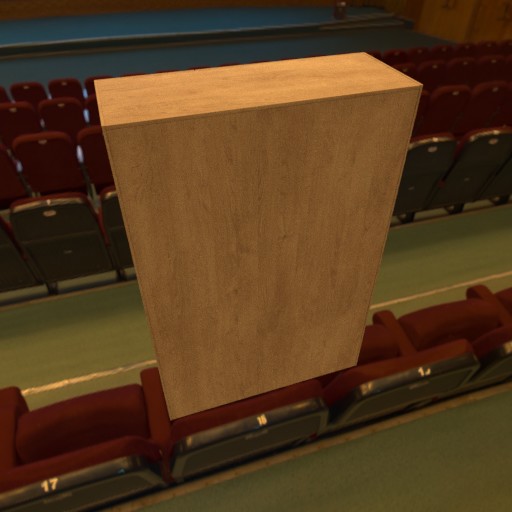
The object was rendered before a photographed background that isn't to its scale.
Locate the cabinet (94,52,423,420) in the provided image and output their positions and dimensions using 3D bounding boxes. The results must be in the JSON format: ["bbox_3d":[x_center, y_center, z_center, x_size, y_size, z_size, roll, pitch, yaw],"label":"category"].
[{"bbox_3d":[0.000,0.000,2.477,1.290,1.910,0.510,-12,41,-14],"label":"cabinet"}]
